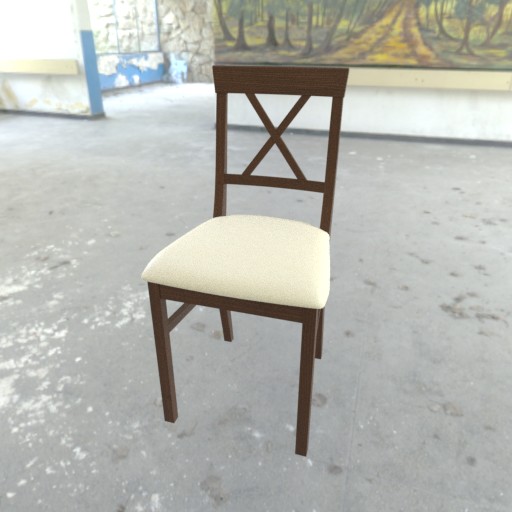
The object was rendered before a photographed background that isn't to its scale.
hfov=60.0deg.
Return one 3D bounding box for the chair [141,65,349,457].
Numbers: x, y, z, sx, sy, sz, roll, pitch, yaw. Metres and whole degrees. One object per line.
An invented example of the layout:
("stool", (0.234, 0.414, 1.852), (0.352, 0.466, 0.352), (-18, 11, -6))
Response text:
("chair", (0.000, 0.000, 1.187), (0.440, 0.913, 0.480), (8, 27, 15))
